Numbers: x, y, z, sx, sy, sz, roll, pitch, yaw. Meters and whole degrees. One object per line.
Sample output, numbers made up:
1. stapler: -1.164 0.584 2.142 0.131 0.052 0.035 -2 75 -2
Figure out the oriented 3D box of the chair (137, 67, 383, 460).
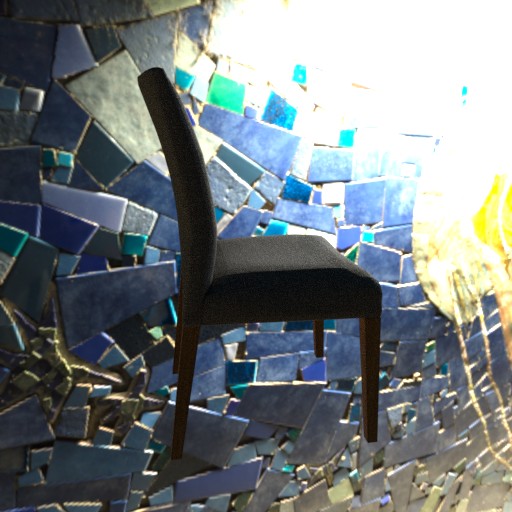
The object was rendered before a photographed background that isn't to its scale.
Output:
1. chair: 0.000 0.000 1.260 0.585 0.940 0.496 -3 17 -9
